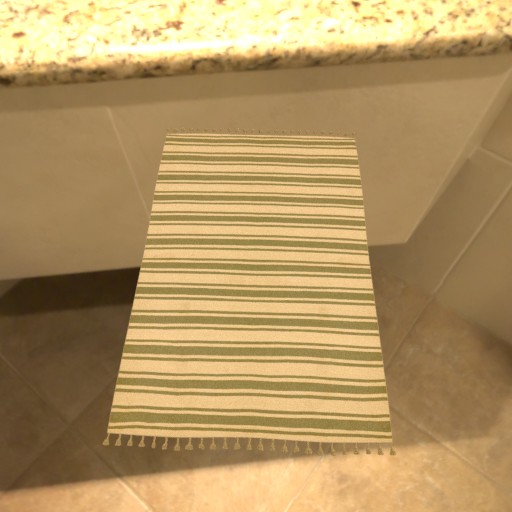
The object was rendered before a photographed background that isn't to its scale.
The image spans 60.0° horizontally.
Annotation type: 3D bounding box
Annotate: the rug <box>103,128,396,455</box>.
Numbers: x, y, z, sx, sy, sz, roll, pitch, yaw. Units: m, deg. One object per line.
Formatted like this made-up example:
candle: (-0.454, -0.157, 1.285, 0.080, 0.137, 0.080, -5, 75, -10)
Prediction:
rug: (0.000, 0.000, 2.961, 1.540, 0.018, 2.435, 2, 58, 1)
